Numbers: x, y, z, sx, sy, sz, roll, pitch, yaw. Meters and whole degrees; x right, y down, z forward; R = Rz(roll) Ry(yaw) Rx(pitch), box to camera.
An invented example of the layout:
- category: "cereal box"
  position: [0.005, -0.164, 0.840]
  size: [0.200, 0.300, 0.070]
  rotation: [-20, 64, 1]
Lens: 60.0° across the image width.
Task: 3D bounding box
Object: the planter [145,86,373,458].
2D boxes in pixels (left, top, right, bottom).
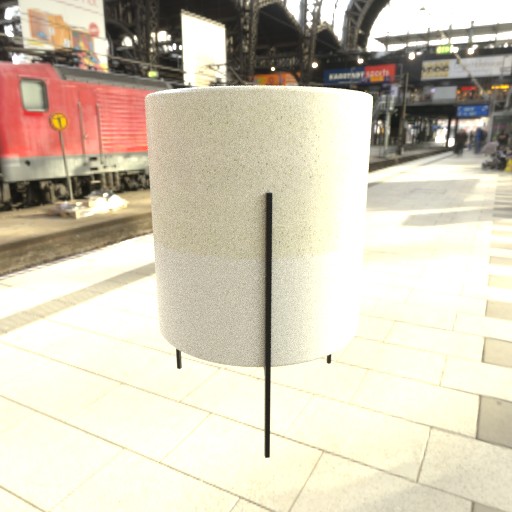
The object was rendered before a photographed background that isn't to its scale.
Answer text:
- category: "planter"
  position: [0.000, 0.000, 0.712]
  size: [0.333, 0.483, 0.324]
  rotation: [7, 17, 25]
